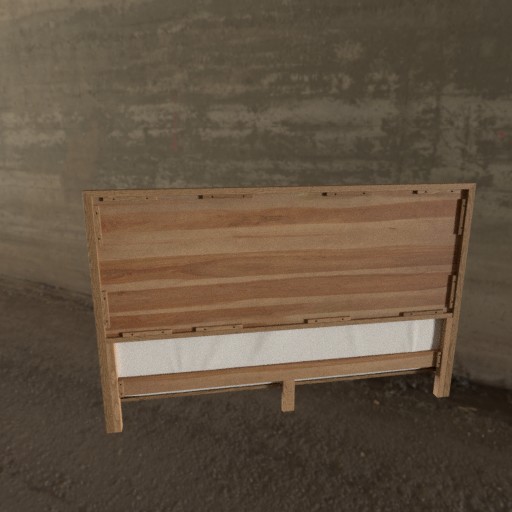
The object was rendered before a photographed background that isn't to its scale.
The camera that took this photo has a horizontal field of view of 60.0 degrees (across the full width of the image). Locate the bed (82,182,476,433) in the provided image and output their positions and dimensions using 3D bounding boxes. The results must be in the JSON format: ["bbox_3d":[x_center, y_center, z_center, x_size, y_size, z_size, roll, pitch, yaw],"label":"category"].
[{"bbox_3d":[0.000,0.000,3.413,2.013,1.295,2.184,-3,15,-10],"label":"bed"}]
